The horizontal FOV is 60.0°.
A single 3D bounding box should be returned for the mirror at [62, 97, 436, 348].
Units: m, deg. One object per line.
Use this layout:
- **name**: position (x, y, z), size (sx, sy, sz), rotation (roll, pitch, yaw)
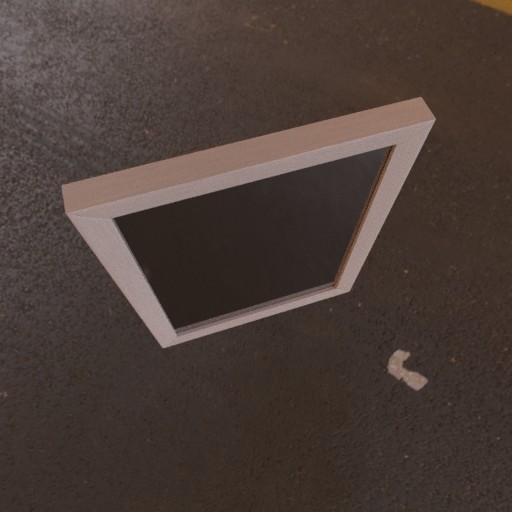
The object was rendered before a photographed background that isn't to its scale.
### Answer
- **mirror**: position (0.000, 0.000, 0.698), size (0.405, 0.508, 0.041), rotation (-16, 64, -8)
